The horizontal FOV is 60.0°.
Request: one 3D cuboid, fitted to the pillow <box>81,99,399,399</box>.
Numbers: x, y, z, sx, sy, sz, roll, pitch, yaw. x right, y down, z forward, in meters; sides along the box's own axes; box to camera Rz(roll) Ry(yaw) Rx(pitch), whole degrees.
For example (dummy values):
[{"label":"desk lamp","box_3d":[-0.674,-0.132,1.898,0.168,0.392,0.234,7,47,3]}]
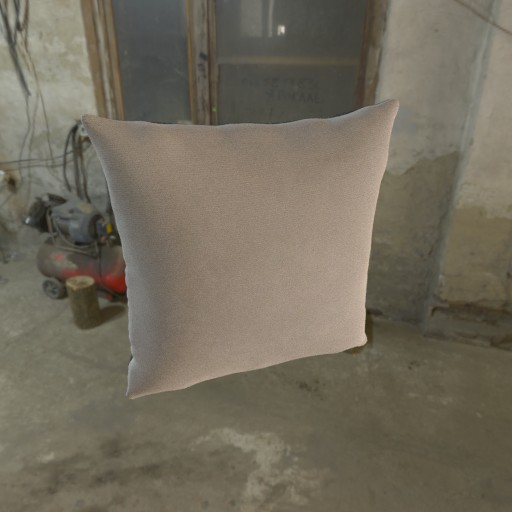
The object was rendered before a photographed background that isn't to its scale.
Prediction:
[{"label":"pillow","box_3d":[0.000,0.000,0.668,0.433,0.434,0.196,-9,27,-17]}]
